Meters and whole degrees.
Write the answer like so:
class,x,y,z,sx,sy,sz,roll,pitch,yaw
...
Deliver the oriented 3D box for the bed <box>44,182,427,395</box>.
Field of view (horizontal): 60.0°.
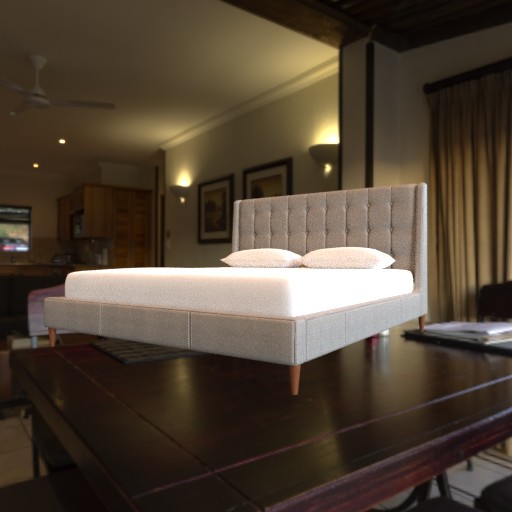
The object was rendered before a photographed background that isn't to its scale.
class,x,y,z,sx,sy,sz,roll,pitch,yaw
bed,0.000,0.000,3.521,2.062,1.289,2.342,0,-1,35
